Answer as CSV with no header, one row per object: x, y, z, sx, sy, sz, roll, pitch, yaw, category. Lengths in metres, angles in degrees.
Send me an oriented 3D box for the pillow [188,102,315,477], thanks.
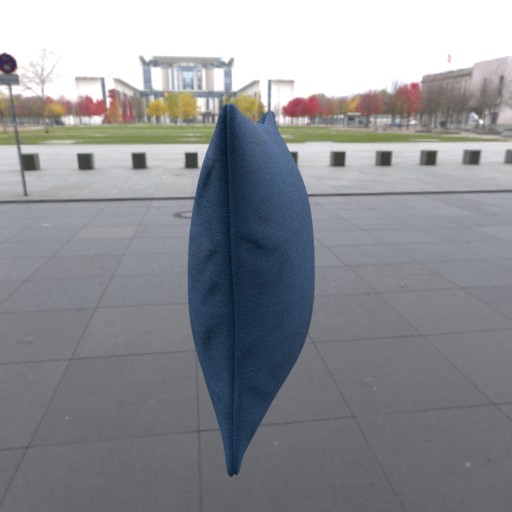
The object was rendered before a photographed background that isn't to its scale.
0.000,0.000,0.661,0.177,0.420,0.437,2,17,7,pillow
